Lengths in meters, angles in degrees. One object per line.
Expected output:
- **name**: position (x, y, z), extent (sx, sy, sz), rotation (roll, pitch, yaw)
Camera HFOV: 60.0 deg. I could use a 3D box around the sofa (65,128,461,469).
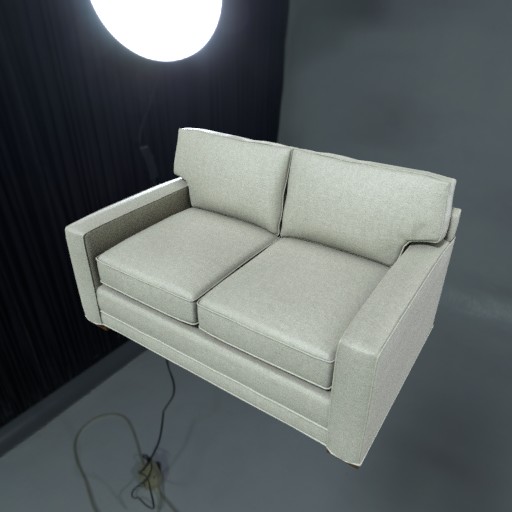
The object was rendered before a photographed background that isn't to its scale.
- **sofa**: position (0.000, 0.000, 2.019), extent (1.484, 0.853, 0.940), rotation (19, 35, 29)
